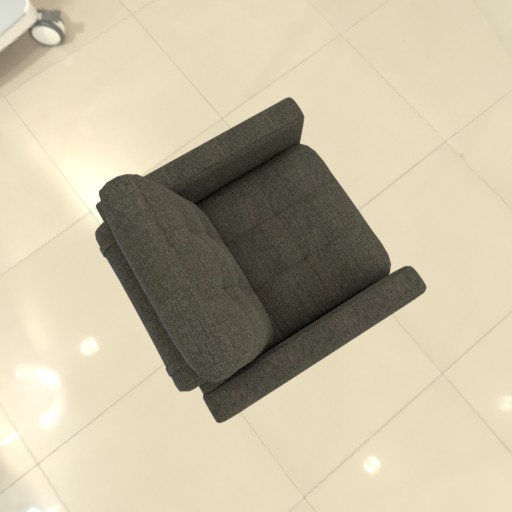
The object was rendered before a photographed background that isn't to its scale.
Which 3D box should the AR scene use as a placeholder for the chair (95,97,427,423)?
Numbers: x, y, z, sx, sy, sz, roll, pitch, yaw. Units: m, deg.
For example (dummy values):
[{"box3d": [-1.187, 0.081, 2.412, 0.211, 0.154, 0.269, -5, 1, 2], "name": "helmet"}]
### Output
[{"box3d": [0.000, 0.000, 1.559, 0.843, 0.880, 0.821, -31, 78, -7], "name": "chair"}]
